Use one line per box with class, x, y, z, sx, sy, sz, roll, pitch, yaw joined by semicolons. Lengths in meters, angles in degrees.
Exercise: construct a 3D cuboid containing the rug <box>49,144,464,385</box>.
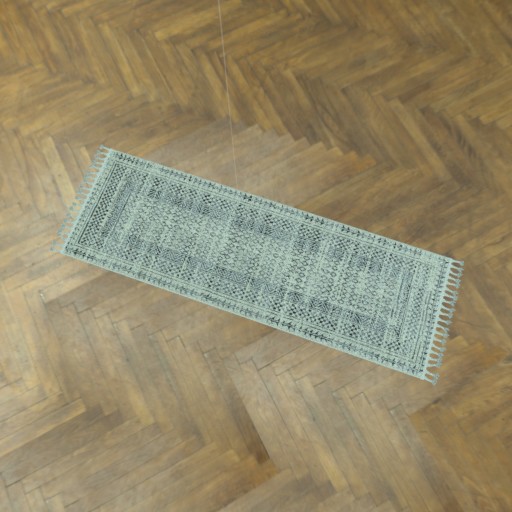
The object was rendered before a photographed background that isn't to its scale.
rug;0.000;0.000;2.744;2.480;0.013;0.786;19;76;5
